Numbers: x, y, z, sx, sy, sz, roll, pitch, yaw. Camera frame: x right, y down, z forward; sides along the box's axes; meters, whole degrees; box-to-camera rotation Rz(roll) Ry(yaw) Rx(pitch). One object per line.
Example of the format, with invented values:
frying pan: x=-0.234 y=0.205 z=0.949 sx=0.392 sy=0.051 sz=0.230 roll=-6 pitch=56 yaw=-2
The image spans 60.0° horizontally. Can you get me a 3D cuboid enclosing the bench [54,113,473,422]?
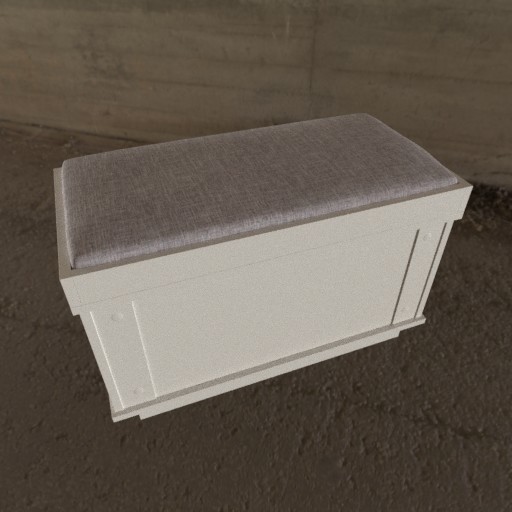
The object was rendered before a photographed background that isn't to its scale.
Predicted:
bench: x=0.000 y=0.000 z=0.989 sx=0.734 sy=0.461 sz=0.362 roll=-14 pitch=41 yaw=-16
